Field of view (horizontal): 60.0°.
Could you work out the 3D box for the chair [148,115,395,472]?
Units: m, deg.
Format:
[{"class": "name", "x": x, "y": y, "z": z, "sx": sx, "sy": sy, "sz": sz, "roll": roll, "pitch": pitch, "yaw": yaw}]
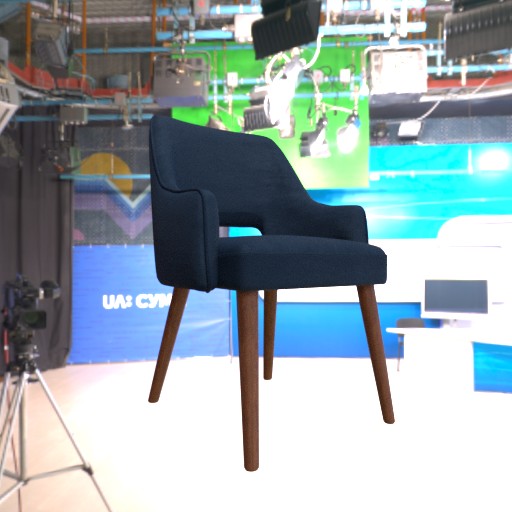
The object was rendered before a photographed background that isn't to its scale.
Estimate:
[{"class": "chair", "x": 0.000, "y": 0.000, "z": 1.228, "sx": 0.559, "sy": 0.844, "sz": 0.591, "roll": 0, "pitch": -1, "yaw": -36}]
